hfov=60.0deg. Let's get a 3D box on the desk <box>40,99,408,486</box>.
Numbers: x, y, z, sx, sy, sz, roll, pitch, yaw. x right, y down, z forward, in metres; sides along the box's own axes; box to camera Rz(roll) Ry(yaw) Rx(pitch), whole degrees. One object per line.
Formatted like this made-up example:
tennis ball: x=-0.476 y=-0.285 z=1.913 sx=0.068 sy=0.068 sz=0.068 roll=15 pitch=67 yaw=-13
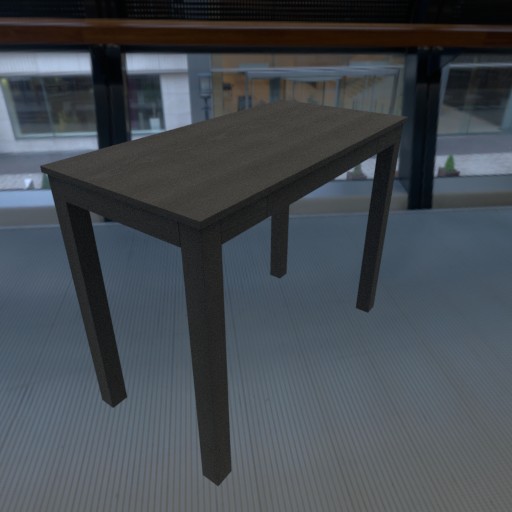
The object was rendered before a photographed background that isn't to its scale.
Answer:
desk: x=0.000 y=0.000 z=1.421 sx=0.499 sy=0.762 sz=0.991 roll=20 pitch=36 yaw=31
